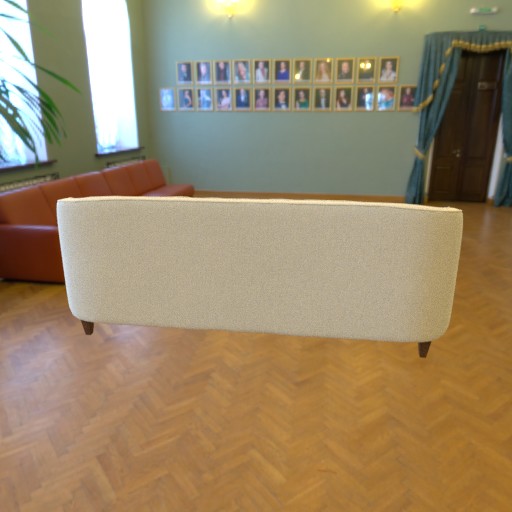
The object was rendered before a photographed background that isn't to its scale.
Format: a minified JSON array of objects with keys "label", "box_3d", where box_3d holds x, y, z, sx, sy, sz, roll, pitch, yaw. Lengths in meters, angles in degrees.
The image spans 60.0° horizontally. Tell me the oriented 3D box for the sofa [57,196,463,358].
[{"label":"sofa","box_3d":[0.000,0.000,2.768,2.278,0.855,0.941,2,17,8]}]
